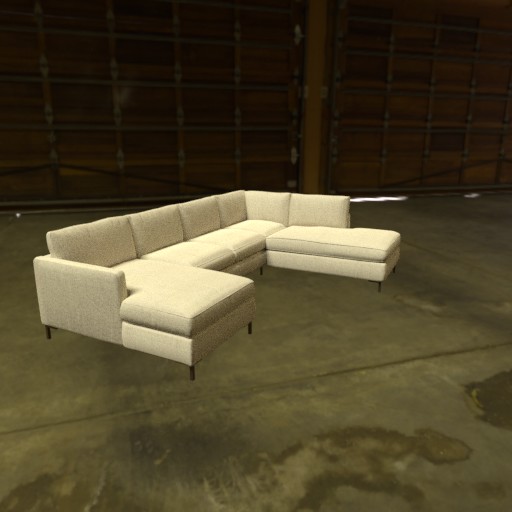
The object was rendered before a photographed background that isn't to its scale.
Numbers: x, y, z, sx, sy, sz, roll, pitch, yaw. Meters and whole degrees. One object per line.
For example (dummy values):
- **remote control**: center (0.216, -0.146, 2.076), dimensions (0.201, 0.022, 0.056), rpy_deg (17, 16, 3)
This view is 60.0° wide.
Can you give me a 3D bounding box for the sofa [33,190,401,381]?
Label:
- **sofa**: center (0.000, 0.000, 3.639), dimensions (1.879, 0.756, 2.737), rpy_deg (8, 17, 26)
